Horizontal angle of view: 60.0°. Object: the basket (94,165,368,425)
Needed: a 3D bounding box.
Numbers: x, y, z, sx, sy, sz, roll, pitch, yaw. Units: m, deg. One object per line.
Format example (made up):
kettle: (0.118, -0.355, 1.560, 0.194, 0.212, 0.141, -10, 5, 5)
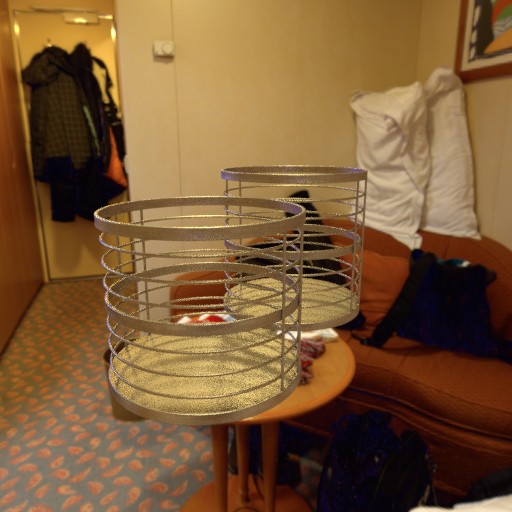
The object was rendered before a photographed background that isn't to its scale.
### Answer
basket: (0.000, 0.000, 0.965, 0.356, 0.351, 0.746, 8, 16, 27)
